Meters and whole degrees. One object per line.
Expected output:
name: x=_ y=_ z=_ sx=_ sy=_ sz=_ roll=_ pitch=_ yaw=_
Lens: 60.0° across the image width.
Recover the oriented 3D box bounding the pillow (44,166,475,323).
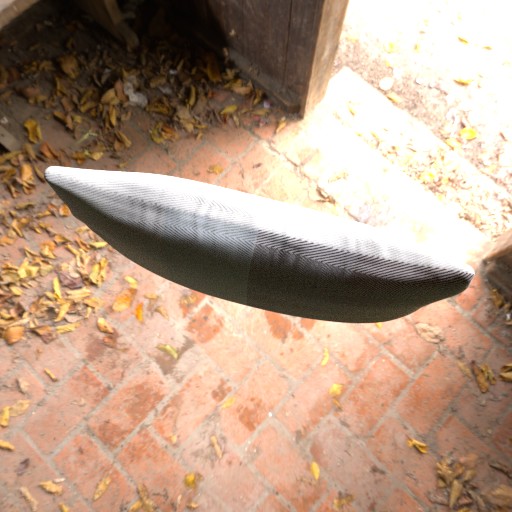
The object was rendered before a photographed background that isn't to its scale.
pillow: x=0.000 y=0.000 z=0.637 sx=0.506 sy=0.305 sz=0.139 roll=14 pitch=76 yaw=4
